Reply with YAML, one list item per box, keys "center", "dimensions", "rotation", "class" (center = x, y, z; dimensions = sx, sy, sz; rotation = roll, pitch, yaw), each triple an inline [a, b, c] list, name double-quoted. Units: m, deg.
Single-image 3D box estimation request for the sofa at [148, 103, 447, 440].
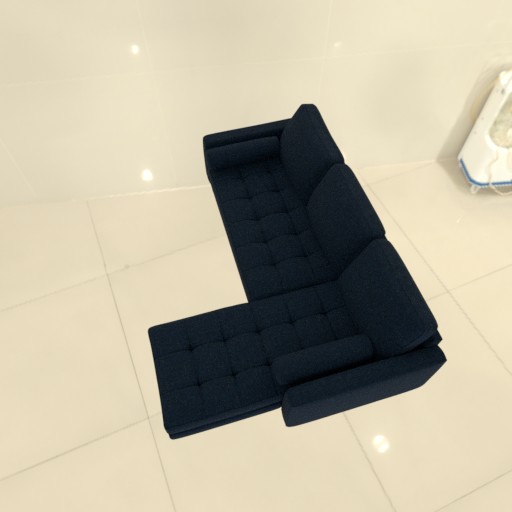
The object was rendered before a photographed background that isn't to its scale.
- center: [0.000, 0.000, 3.040]
  dimensions: [1.613, 0.841, 2.185]
  rotation: [-14, 58, -9]
  class: "sofa"
